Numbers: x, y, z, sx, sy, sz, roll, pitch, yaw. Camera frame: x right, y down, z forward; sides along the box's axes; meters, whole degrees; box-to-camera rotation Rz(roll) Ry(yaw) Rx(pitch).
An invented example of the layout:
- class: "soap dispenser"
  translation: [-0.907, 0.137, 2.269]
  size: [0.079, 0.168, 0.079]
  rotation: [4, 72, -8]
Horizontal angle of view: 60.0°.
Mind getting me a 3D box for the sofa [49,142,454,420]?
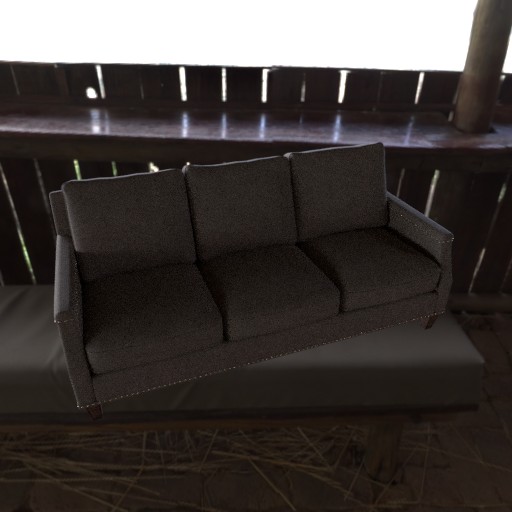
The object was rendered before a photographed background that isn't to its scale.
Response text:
- class: "sofa"
  translation: [0.000, 0.000, 2.700]
  size: [2.226, 1.042, 1.034]
  rotation: [-11, 33, -17]
